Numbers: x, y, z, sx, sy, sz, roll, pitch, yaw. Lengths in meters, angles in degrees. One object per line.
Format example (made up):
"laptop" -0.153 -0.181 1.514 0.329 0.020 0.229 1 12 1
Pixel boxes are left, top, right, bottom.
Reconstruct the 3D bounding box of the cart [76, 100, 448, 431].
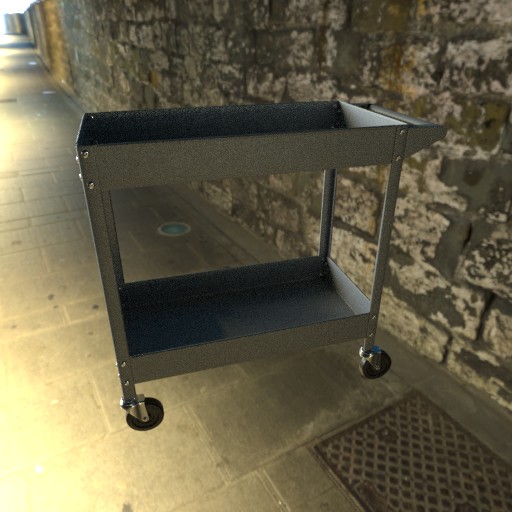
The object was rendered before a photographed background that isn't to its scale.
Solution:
"cart" 0.000 0.000 1.179 0.779 0.719 0.366 -8 29 -15
